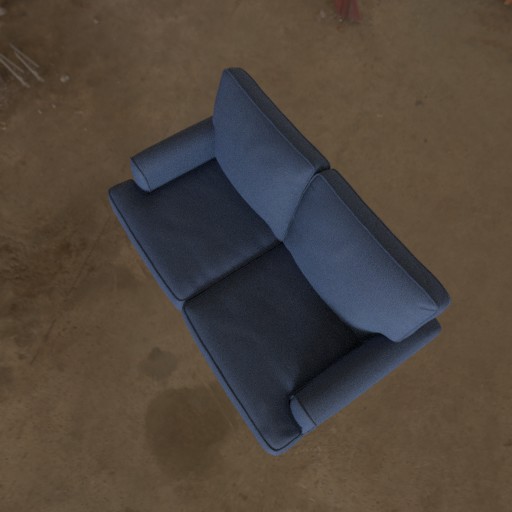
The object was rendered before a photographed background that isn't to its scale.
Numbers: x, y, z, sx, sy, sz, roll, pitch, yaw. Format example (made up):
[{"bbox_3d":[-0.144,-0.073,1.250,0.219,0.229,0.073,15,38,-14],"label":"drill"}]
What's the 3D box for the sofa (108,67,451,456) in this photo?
[{"bbox_3d":[0.000,0.000,2.248,0.965,0.965,1.651,-31,69,-14],"label":"sofa"}]
